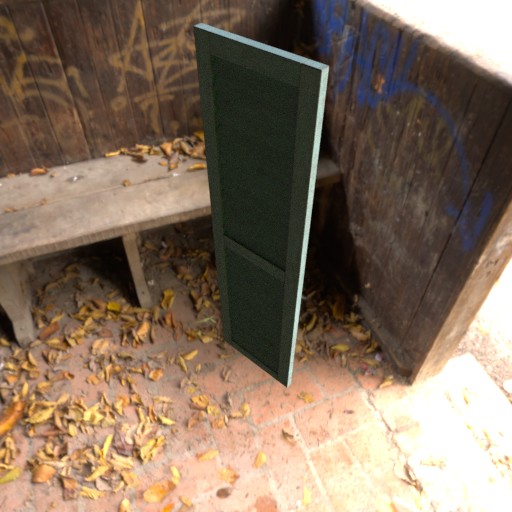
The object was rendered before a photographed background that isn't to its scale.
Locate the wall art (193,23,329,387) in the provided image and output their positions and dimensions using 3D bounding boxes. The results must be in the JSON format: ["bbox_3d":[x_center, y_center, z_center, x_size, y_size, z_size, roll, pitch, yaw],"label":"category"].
[{"bbox_3d":[0.000,0.000,1.318,0.329,1.219,0.025,32,54,26],"label":"wall art"}]
